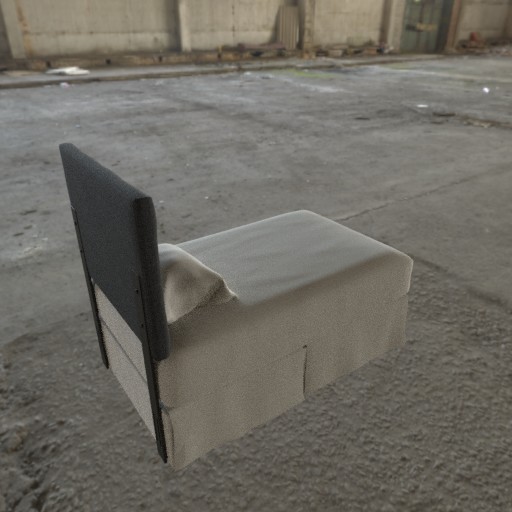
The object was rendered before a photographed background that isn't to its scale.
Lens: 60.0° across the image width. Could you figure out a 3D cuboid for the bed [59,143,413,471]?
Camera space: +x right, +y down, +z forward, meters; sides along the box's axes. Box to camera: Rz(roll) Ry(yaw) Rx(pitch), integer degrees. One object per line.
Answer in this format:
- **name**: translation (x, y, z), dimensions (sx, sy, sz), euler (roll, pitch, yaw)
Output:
- **bed**: translation (0.000, 0.000, 2.982), dimensions (1.997, 1.571, 1.261), euler (-18, 33, -31)
